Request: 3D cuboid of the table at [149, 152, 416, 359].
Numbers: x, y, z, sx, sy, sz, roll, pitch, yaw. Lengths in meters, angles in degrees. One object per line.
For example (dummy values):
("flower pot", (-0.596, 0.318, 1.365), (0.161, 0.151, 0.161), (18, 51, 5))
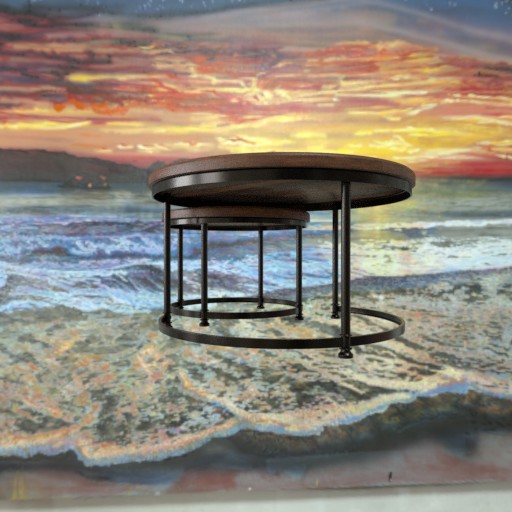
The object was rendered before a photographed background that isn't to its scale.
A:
("table", (0.000, 0.000, 1.627), (0.870, 0.516, 1.152), (0, 0, -35))
